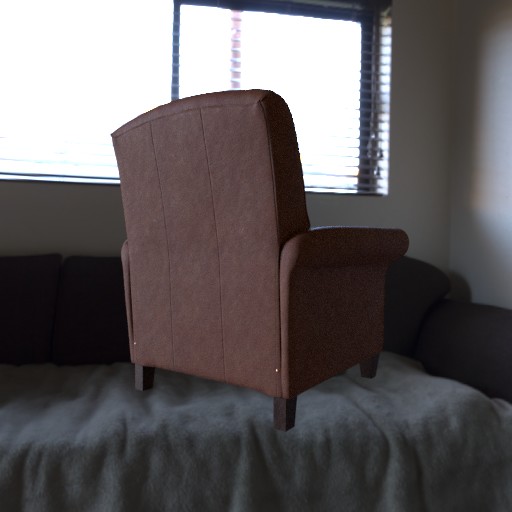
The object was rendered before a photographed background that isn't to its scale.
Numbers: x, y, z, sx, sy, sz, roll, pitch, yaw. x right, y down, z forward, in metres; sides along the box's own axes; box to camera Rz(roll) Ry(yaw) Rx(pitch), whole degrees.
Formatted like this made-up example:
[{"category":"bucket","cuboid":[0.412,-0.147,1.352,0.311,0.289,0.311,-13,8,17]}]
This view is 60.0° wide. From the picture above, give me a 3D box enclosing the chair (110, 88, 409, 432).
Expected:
[{"category":"chair","cuboid":[0.000,0.000,1.820,0.978,1.061,0.902,0,1,36]}]
